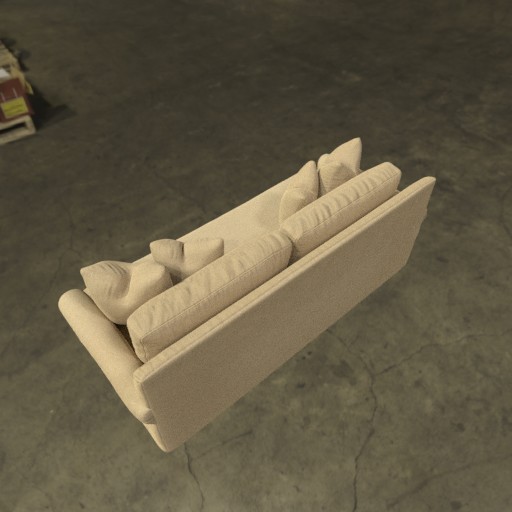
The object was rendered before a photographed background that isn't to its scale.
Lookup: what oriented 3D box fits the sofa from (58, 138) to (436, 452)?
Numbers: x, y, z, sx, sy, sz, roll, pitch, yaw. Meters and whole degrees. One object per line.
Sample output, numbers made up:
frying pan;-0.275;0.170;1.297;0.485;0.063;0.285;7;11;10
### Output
sofa;0.000;0.000;2.849;2.285;0.904;1.067;-32;54;-27
